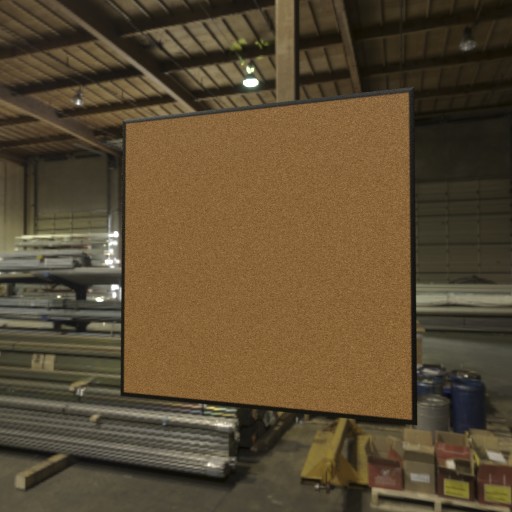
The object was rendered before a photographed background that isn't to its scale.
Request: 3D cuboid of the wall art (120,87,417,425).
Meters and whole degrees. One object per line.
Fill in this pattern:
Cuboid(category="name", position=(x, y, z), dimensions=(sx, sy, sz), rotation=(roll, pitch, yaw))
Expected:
Cuboid(category="wall art", position=(0.000, 0.000, 1.136), dimensions=(0.769, 0.766, 0.042), rotation=(0, -2, 17))
